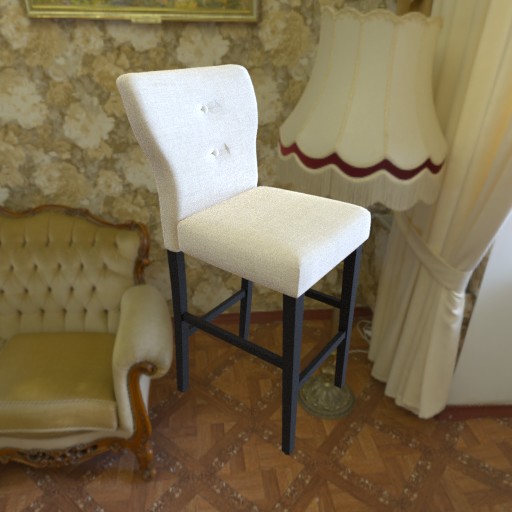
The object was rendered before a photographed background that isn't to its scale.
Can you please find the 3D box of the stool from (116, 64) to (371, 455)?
[{"bbox_3d":[0.000,0.000,1.464,0.603,1.124,0.516,19,33,32],"label":"stool"}]
